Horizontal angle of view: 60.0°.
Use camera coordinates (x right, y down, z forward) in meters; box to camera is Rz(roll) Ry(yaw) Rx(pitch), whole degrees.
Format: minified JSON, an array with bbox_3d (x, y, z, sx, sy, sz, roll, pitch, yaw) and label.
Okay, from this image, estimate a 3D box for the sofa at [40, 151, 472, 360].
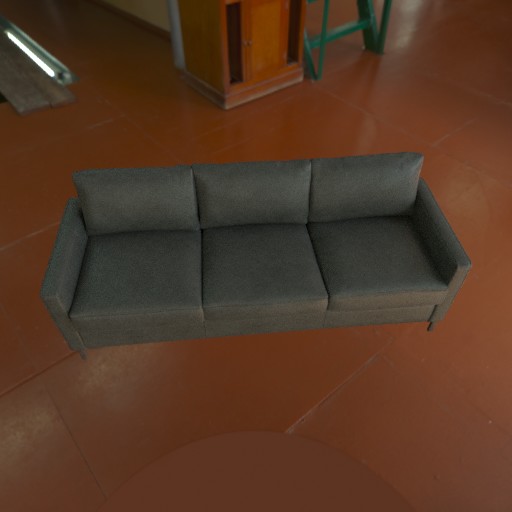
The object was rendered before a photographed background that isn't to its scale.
[{"bbox_3d":[0.000,0.000,2.367,2.029,0.805,0.748,-4,47,-4],"label":"sofa"}]
